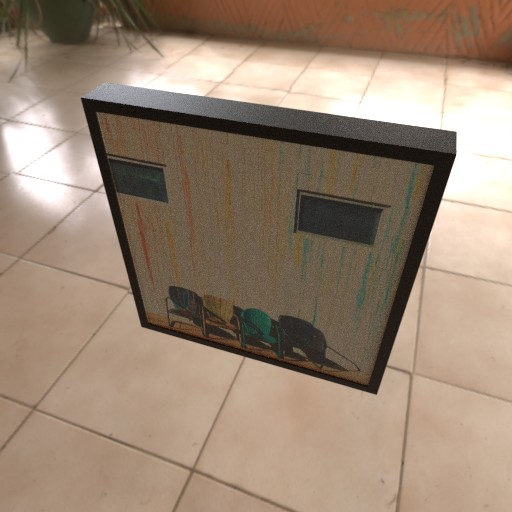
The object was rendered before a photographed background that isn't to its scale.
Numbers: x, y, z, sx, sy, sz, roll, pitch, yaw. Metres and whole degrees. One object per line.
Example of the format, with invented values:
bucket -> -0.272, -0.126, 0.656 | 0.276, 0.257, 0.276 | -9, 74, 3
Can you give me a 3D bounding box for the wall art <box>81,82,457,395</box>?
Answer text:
wall art -> 0.000, 0.000, 0.454 | 0.304, 0.304, 0.038 | 13, 43, 14
